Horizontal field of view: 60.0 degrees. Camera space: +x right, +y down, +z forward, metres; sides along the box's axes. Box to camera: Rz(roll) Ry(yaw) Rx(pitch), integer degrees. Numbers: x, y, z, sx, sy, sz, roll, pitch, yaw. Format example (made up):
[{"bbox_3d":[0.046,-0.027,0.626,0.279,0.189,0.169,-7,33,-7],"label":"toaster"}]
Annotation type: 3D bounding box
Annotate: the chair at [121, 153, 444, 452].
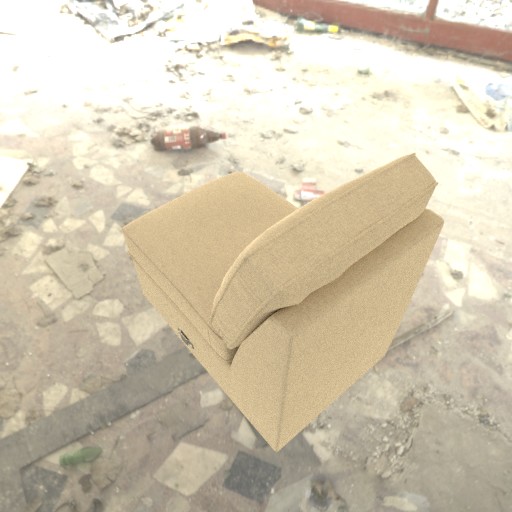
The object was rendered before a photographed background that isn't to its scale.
[{"bbox_3d":[0.000,0.000,1.586,0.621,0.970,0.938,-32,55,-26],"label":"chair"}]
